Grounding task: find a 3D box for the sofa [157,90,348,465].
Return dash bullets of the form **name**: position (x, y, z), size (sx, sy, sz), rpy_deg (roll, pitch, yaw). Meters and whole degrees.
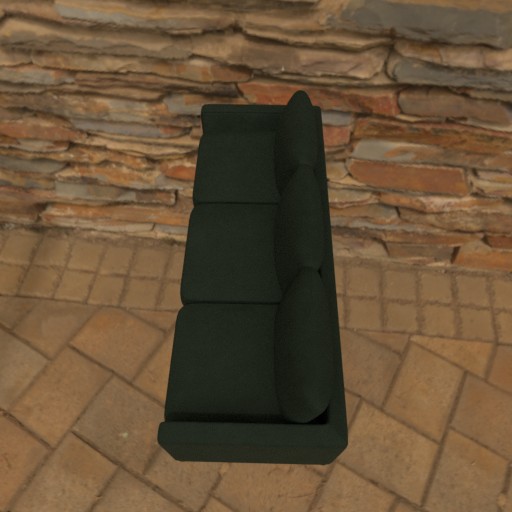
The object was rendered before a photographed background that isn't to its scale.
- **sofa**: position (0.000, 0.000, 2.682), size (0.859, 0.870, 2.218), rpy_deg (1, 58, 1)
